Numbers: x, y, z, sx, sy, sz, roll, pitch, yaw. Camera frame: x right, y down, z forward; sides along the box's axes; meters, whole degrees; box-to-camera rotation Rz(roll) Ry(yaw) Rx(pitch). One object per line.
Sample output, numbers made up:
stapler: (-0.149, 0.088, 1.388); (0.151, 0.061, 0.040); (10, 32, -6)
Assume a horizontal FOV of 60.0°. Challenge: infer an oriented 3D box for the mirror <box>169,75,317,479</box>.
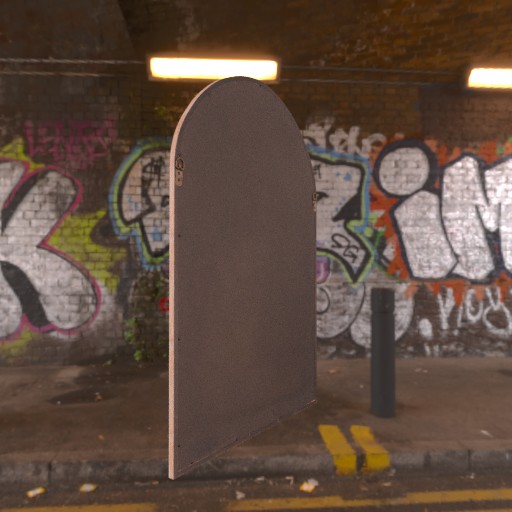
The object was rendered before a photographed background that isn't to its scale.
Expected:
mirror: (0.000, 0.000, 1.161); (0.032, 0.915, 0.609); (-1, -1, 36)
